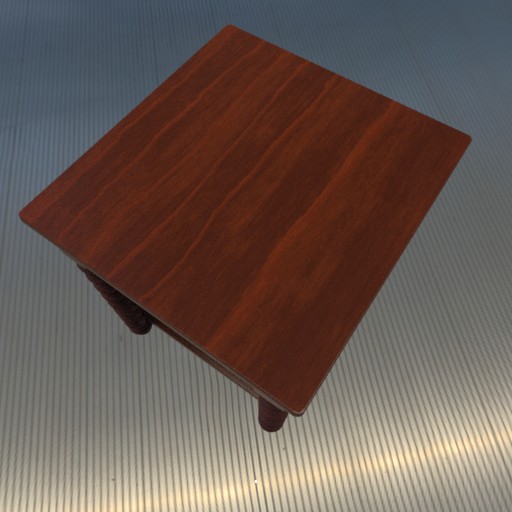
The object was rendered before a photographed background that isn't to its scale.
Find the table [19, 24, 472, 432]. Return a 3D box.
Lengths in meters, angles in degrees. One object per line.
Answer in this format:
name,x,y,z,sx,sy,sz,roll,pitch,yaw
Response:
table,0.000,0.000,0.942,0.500,0.567,0.533,32,67,15
